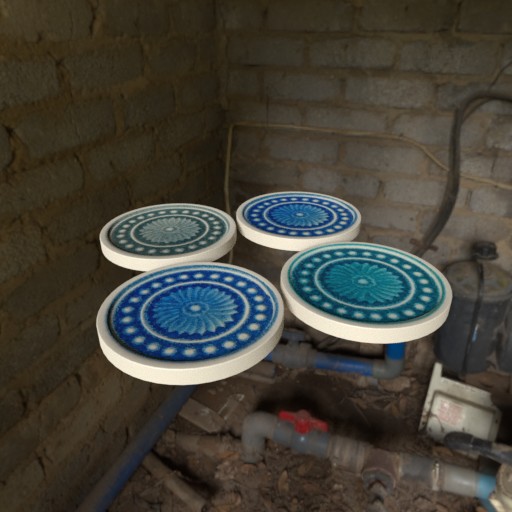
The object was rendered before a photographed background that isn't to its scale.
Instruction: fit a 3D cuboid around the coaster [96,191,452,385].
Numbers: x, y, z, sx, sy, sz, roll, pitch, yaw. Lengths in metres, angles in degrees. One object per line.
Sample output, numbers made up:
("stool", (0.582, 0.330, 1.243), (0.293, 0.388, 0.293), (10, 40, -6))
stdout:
("coaster", (0.000, 0.000, 0.326), (0.220, 0.010, 0.224), (-8, 29, -14))
